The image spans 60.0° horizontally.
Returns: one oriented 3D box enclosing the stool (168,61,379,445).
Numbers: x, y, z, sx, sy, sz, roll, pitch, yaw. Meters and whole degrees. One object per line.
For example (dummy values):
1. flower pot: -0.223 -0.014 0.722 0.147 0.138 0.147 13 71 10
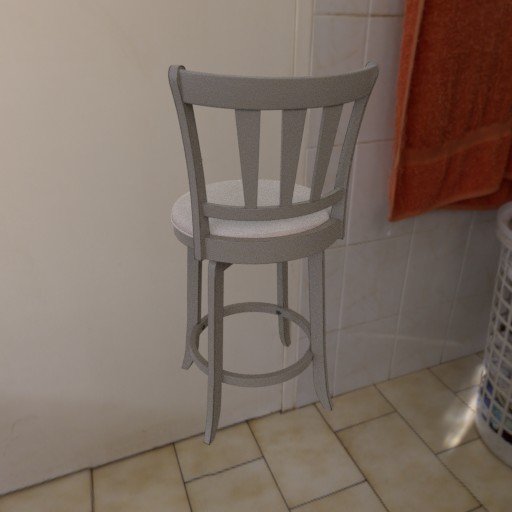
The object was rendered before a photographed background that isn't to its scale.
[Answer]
1. stool: 0.000 0.000 1.225 0.450 0.994 0.486 -9 28 -17
